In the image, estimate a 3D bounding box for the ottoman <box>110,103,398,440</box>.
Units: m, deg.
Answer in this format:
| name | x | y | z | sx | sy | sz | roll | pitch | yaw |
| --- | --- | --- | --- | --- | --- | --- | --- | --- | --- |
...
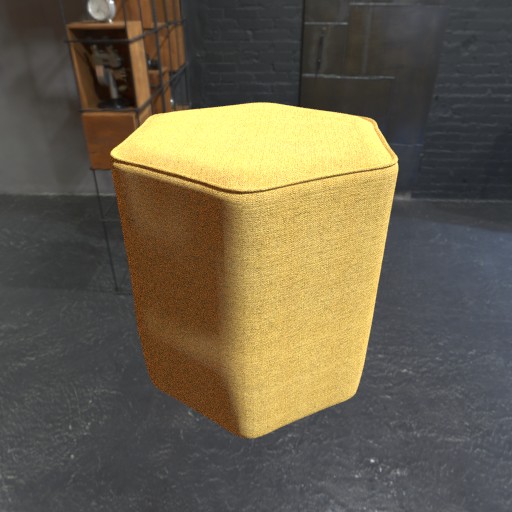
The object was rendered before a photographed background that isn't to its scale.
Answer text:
| name | x | y | z | sx | sy | sz | roll | pitch | yaw |
| --- | --- | --- | --- | --- | --- | --- | --- | --- | --- |
| ottoman | 0.000 | 0.000 | 0.876 | 0.443 | 0.502 | 0.494 | 2 | 31 | 4 |
